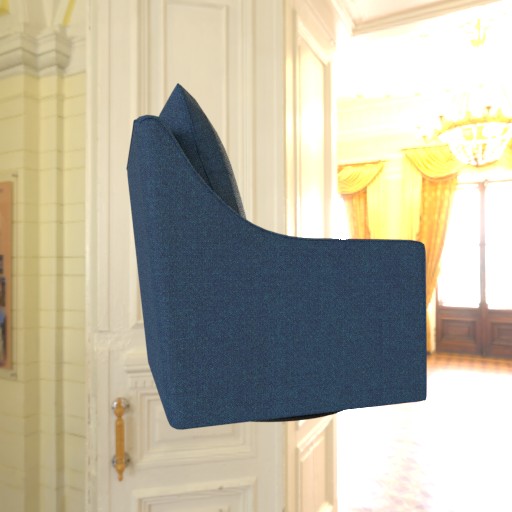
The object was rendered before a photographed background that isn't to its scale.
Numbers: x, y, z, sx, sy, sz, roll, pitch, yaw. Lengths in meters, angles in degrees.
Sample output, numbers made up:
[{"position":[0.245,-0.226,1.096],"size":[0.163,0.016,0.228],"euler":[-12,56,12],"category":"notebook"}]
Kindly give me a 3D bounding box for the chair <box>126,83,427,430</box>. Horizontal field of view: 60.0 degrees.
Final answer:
[{"position":[0.000,0.000,1.579],"size":[0.870,0.939,0.750],"euler":[0,0,-18],"category":"chair"}]
